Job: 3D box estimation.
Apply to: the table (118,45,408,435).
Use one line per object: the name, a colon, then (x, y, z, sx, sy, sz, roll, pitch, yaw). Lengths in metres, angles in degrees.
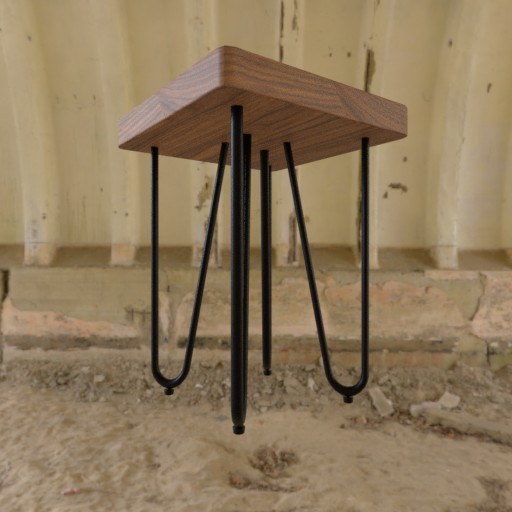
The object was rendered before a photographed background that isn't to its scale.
table: (0.000, 0.000, 1.001, 0.479, 0.641, 0.480, 0, -1, -37)
